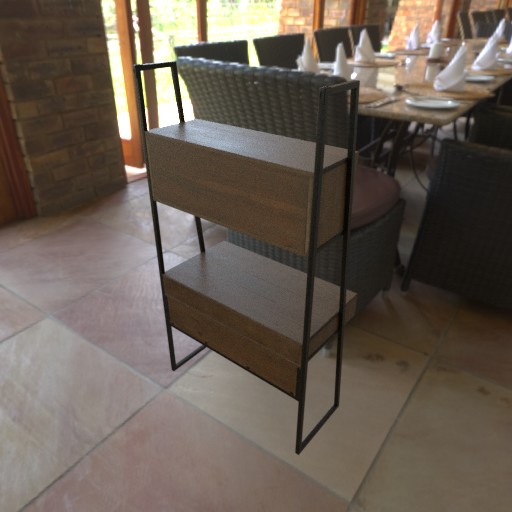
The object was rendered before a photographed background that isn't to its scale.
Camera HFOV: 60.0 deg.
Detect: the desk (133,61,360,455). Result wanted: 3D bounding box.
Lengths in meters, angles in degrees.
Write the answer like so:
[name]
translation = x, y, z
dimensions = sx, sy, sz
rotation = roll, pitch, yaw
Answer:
[desk]
translation = 0.000, 0.000, 2.295
dimensions = 0.982, 1.809, 0.515
rotation = 22, 36, 33
